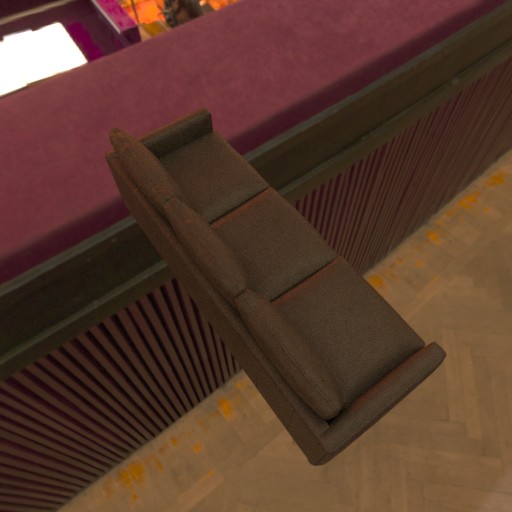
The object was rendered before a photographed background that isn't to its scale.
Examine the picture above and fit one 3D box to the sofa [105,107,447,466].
[{"bbox_3d":[0.000,0.000,2.416,0.748,0.805,2.029,-32,64,-18],"label":"sofa"}]
